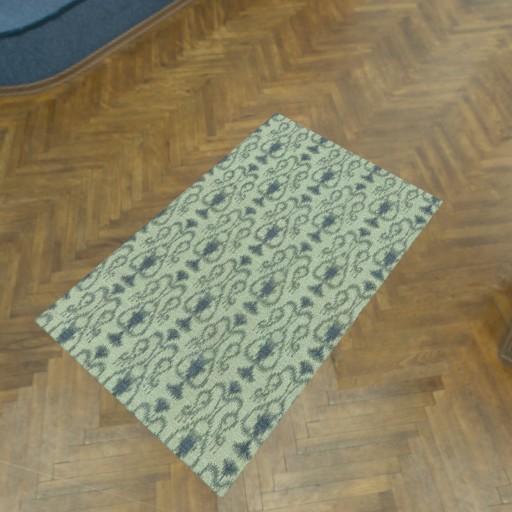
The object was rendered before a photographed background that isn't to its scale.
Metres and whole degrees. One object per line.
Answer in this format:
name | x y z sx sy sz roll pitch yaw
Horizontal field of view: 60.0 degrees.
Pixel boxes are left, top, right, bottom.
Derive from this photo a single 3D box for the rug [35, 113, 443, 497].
rug | 0.000 0.000 2.010 1.035 0.006 1.652 34 64 20
